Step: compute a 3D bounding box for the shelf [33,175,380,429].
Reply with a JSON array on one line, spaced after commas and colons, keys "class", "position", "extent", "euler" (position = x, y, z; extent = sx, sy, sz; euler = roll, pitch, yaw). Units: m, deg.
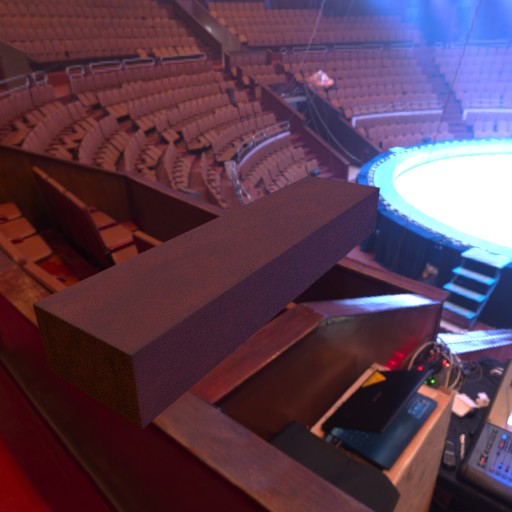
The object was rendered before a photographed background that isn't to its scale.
[{"class": "shelf", "position": [0.000, 0.000, 0.670], "extent": [0.152, 0.088, 0.607], "euler": [17, 30, 31]}]
